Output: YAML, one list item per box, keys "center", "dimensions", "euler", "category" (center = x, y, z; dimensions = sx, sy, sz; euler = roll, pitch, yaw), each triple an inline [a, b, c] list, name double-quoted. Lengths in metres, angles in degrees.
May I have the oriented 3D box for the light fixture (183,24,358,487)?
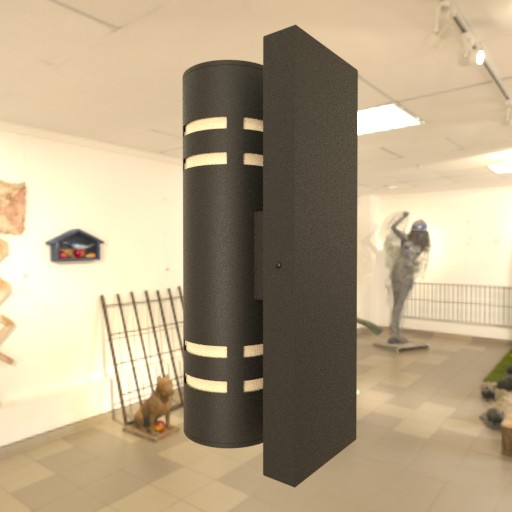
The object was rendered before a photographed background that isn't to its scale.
- center: [0.000, 0.000, 0.402]
  dimensions: [0.149, 0.330, 0.105]
  euler: [1, 1, 38]
  category: "light fixture"
